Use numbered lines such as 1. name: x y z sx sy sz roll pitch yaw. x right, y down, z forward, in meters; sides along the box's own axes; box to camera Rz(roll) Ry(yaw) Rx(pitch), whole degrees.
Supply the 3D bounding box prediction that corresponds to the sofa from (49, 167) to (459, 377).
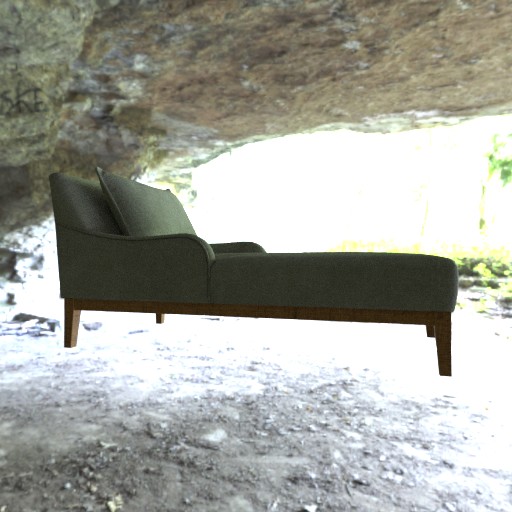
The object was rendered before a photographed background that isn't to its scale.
1. sofa: 0.000 0.000 2.228 1.779 0.859 0.894 0 -1 18
